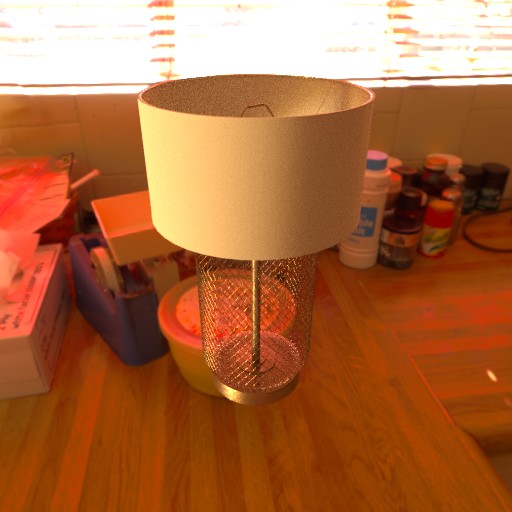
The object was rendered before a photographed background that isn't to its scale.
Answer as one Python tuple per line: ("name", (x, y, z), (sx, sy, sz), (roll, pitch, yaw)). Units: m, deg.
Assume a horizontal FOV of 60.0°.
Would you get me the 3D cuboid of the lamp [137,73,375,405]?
("lamp", (0.000, 0.000, 0.816), (0.353, 0.578, 0.353), (0, 30, 0))
